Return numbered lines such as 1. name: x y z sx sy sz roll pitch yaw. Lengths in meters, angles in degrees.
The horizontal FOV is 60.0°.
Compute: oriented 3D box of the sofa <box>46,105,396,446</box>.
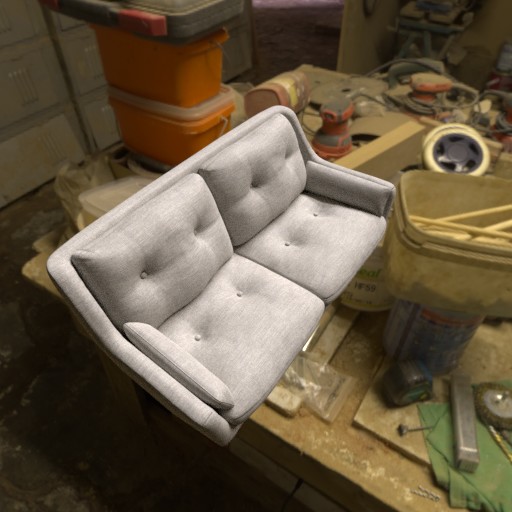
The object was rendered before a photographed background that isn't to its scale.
1. sofa: 0.000 0.000 2.470 0.976 0.897 1.930 25 49 24
